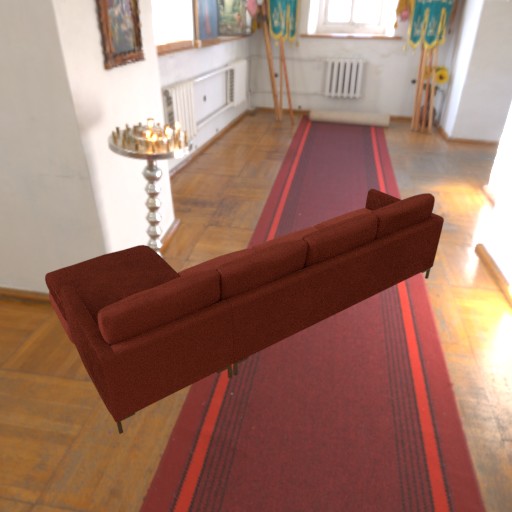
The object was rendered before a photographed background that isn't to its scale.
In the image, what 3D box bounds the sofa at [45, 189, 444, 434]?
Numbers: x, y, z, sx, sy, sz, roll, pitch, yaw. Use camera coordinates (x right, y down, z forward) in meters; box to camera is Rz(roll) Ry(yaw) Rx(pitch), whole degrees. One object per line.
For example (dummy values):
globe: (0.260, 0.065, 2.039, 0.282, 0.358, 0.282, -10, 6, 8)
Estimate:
sofa: (0.000, 0.000, 3.527, 2.932, 0.810, 1.350, -20, 36, -29)
